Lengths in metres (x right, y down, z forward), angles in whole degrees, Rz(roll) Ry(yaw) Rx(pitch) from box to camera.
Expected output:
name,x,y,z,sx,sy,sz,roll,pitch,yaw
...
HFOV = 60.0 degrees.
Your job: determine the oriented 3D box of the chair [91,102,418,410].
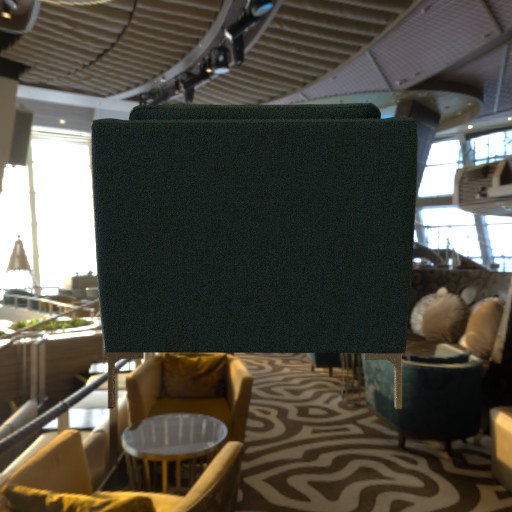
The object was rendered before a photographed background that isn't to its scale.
name,x,y,z,sx,sy,sz,roll,pitch,yaw
chair,0.000,0.000,1.519,0.847,0.828,0.849,0,0,1
